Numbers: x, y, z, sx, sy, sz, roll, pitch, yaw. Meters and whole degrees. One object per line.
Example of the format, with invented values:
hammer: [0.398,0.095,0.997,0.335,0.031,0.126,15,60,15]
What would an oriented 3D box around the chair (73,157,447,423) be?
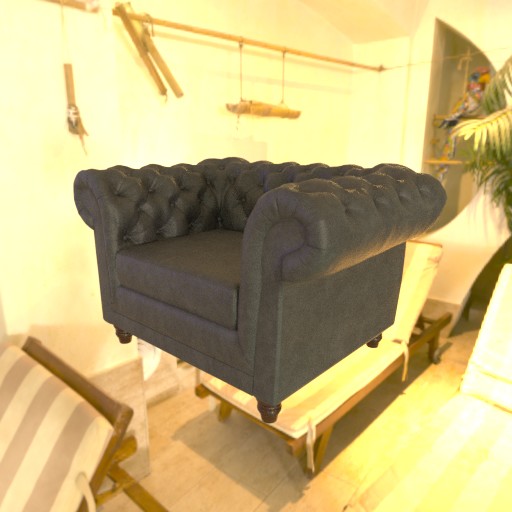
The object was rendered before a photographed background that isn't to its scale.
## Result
chair: [0.000,0.000,1.879,1.298,0.780,0.943,13,20,40]
